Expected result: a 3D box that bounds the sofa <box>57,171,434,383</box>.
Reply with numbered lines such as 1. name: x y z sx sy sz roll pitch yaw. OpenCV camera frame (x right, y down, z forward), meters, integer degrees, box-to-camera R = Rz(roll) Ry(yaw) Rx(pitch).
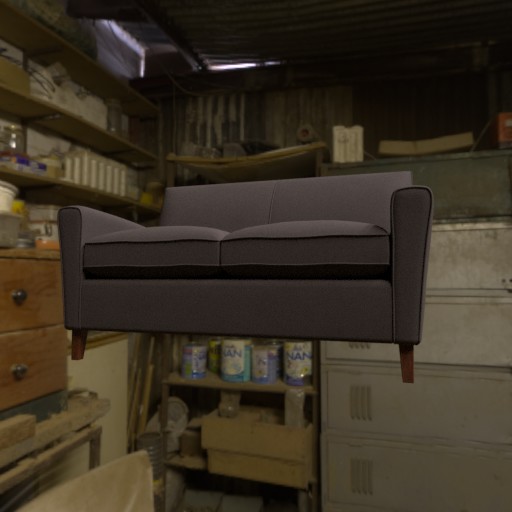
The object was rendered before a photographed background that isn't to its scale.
1. sofa: 0.000 0.000 1.971 1.420 0.846 0.871 -1 -3 18
